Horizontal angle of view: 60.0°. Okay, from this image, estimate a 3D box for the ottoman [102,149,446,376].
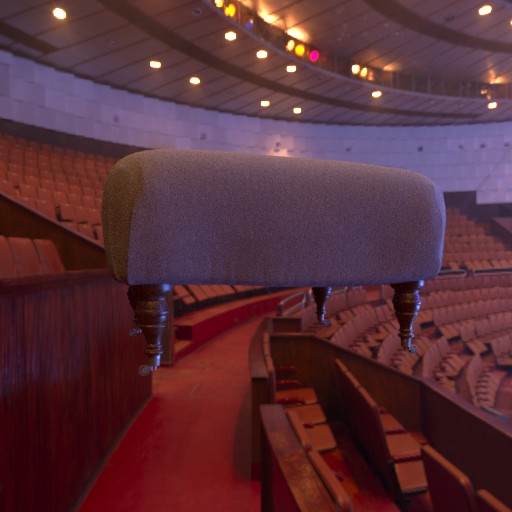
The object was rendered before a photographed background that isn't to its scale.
[{"bbox_3d":[0.000,0.000,1.141,0.747,0.450,0.622,0,0,-18],"label":"ottoman"}]
